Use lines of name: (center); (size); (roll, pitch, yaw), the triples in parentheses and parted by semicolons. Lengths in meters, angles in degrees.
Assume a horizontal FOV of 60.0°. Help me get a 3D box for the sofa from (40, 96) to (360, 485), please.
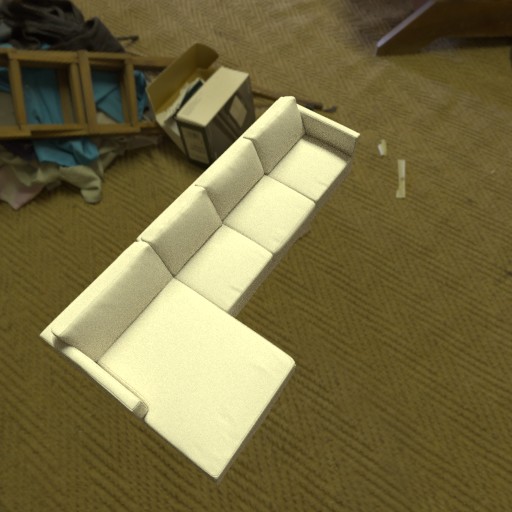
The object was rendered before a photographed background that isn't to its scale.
sofa: (0.000, 0.000, 3.850); (1.625, 0.846, 3.186); (31, 64, 17)
